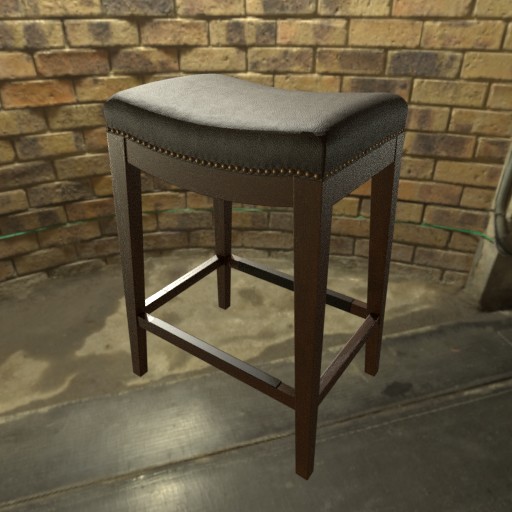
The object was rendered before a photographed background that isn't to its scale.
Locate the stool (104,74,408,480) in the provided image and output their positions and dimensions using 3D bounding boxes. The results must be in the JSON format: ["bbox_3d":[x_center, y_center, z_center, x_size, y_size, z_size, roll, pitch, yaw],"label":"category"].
[{"bbox_3d":[0.000,0.000,0.926,0.490,0.664,0.353,20,35,30],"label":"stool"}]
